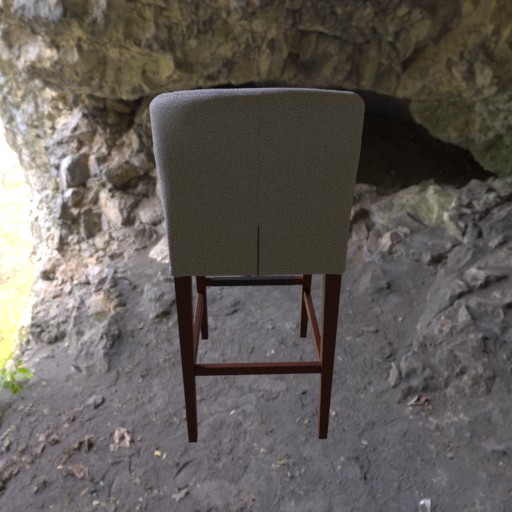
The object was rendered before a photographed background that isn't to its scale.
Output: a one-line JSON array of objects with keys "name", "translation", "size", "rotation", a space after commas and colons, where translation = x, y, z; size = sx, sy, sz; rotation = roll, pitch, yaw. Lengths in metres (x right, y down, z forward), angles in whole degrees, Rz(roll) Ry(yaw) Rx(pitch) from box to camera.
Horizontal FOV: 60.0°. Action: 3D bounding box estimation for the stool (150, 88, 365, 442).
[{"name": "stool", "translation": [0.000, 0.000, 1.361], "size": [0.481, 1.069, 0.568], "rotation": [-1, 31, -1]}]
